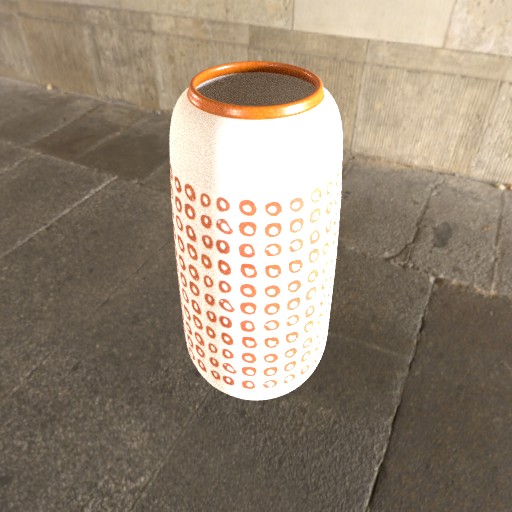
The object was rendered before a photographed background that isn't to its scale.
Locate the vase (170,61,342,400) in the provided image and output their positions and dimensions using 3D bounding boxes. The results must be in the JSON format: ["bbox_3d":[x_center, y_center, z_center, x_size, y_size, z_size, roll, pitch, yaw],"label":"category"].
[{"bbox_3d":[0.000,0.000,0.363,0.133,0.282,0.133,0,41,0],"label":"vase"}]
